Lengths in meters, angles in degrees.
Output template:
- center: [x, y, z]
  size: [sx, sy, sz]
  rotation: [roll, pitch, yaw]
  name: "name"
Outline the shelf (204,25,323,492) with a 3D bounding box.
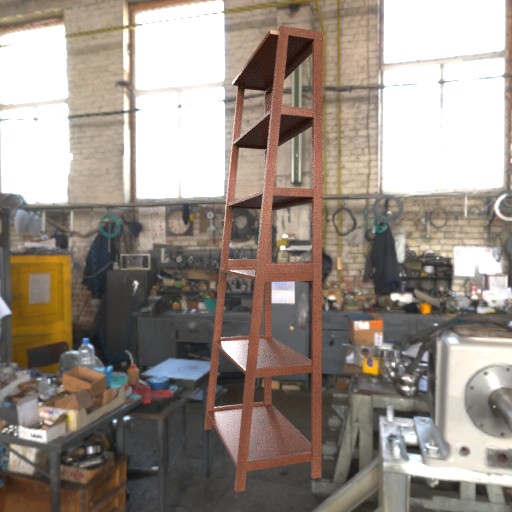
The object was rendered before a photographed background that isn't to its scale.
- center: [0.000, 0.000, 2.137]
  size: [0.382, 1.892, 0.660]
  rotation: [0, 1, -18]
  name: "shelf"
